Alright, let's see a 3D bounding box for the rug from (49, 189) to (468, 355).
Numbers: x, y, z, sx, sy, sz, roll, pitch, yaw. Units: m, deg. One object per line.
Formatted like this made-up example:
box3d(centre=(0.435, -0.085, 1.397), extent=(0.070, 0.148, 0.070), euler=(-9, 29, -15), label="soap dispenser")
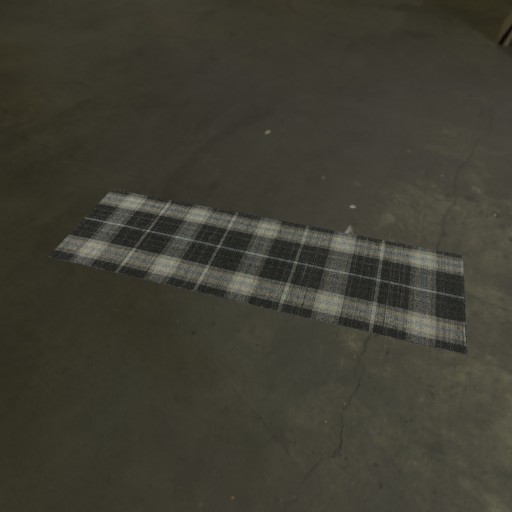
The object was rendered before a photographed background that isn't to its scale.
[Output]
box3d(centre=(0.000, 0.000, 2.719), extent=(2.434, 0.012, 0.760), euler=(12, 45, 12), label="rug")
